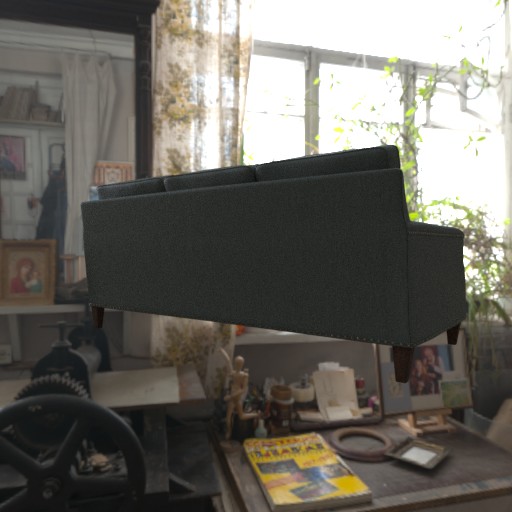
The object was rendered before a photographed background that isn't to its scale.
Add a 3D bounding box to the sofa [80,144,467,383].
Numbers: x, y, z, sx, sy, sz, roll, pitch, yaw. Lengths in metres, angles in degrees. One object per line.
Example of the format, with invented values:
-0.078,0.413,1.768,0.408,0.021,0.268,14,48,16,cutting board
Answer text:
0.000,0.000,2.769,2.246,1.003,1.084,1,1,36,sofa
